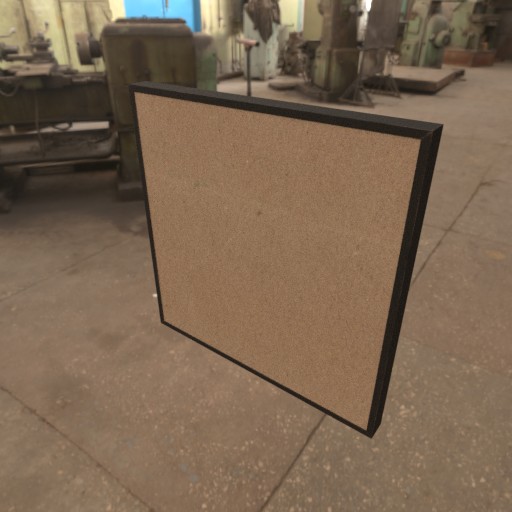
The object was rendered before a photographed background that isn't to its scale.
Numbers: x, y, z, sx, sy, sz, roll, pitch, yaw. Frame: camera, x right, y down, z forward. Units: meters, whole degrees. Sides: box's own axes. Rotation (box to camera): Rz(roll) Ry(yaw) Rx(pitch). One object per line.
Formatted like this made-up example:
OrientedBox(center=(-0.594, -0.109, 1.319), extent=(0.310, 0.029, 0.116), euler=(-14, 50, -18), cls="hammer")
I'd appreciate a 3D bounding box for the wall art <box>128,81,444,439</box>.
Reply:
OrientedBox(center=(0.000, 0.000, 0.753), extent=(0.508, 0.508, 0.038), euler=(21, 36, 31), cls="wall art")
